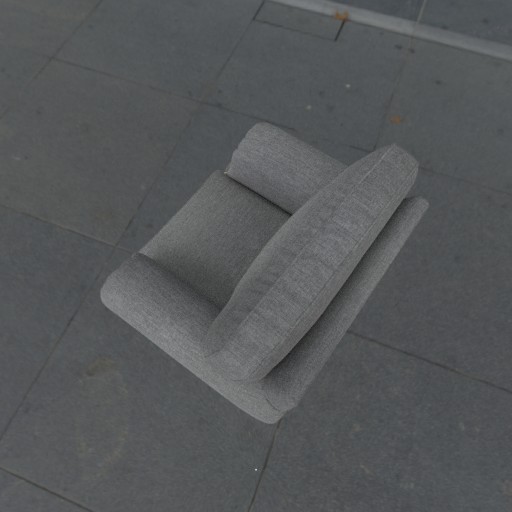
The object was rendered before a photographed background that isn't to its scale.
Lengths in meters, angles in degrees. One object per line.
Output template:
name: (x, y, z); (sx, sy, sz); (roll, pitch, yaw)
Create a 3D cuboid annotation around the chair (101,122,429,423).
chair: (0.000, 0.000, 1.889); (0.965, 0.961, 1.092); (33, 69, 15)
